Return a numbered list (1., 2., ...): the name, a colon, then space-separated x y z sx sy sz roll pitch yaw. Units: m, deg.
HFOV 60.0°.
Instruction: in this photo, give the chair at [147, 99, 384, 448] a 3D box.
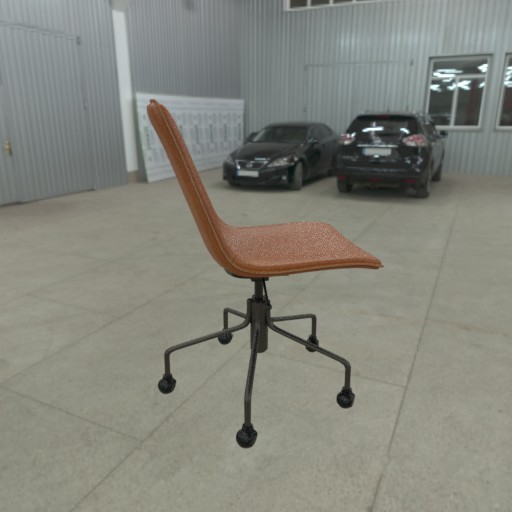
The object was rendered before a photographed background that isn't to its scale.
1. chair: 0.000 0.000 1.394 0.660 0.920 0.651 -3 18 -9
